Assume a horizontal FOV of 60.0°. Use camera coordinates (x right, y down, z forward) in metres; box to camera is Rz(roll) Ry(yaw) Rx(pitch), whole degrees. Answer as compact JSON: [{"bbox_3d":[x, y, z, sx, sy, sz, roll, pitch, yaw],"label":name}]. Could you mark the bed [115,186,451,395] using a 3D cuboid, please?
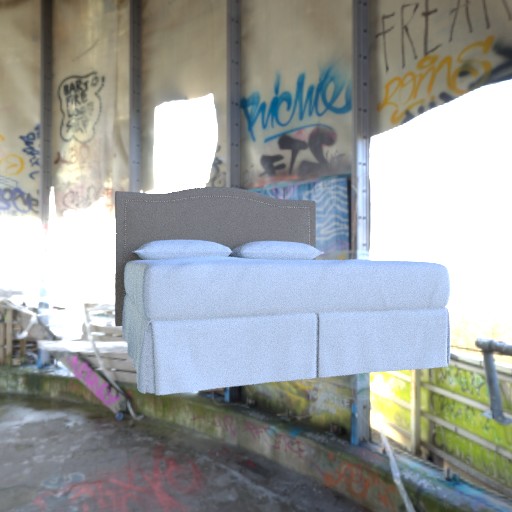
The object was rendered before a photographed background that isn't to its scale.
[{"bbox_3d":[0.000,0.000,3.518,2.083,1.421,2.182,0,0,-19],"label":"bed"}]
